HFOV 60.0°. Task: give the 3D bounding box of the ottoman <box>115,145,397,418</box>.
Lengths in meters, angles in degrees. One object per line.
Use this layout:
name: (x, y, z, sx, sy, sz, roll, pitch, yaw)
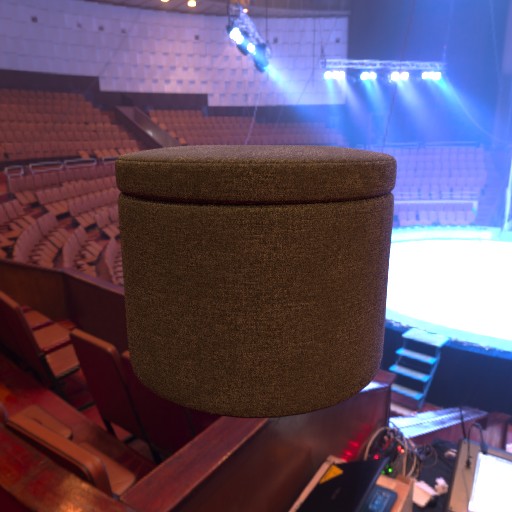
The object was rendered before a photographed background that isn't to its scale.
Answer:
ottoman: (0.000, 0.000, 0.865, 0.500, 0.419, 0.500, 0, 14, 0)
